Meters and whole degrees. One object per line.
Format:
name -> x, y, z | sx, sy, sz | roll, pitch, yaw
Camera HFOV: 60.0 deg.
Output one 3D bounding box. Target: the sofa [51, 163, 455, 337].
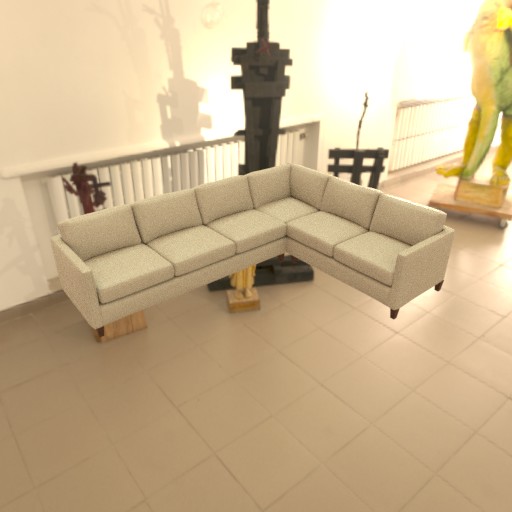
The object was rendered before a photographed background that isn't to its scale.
sofa -> 0.000, 0.000, 4.583 | 3.333, 0.934, 2.522 | -21, 35, -34
